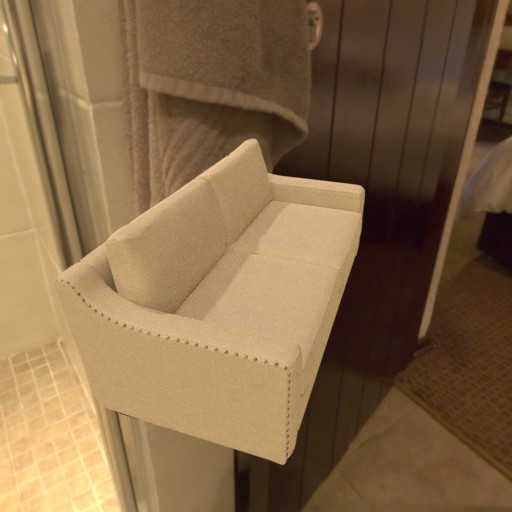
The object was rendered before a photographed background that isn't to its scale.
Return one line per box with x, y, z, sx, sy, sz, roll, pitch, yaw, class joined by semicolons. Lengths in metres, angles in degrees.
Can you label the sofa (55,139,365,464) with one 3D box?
0.000;0.000;2.761;1.104;0.983;2.107;10;31;17;sofa
